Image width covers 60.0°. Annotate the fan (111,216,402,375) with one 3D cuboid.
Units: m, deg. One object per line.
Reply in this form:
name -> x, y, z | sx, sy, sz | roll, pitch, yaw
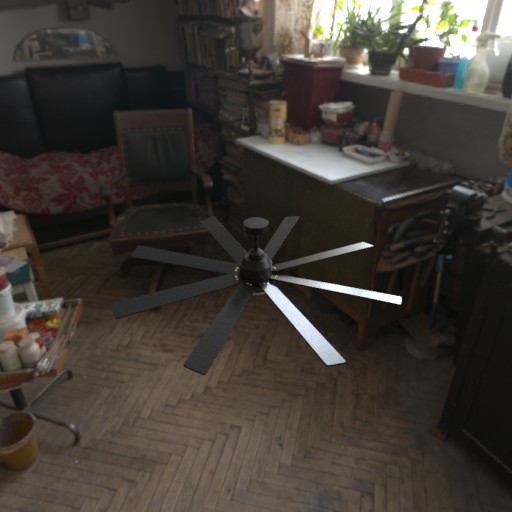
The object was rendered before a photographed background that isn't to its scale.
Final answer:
fan -> 0.000, 0.000, 2.825 | 1.830, 0.472, 1.830 | 10, 32, 16
